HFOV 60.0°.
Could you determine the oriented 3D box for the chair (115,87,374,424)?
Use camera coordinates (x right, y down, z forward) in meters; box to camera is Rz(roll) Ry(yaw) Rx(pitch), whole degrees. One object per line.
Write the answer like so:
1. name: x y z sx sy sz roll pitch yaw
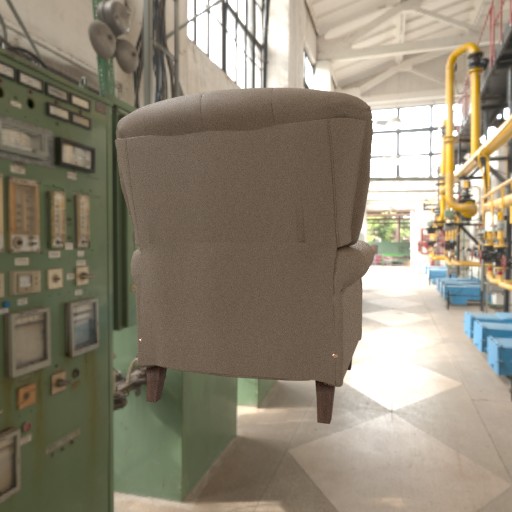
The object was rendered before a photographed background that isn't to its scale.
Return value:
1. chair: 0.000 0.000 1.905 0.999 1.138 1.041 1 2 18
